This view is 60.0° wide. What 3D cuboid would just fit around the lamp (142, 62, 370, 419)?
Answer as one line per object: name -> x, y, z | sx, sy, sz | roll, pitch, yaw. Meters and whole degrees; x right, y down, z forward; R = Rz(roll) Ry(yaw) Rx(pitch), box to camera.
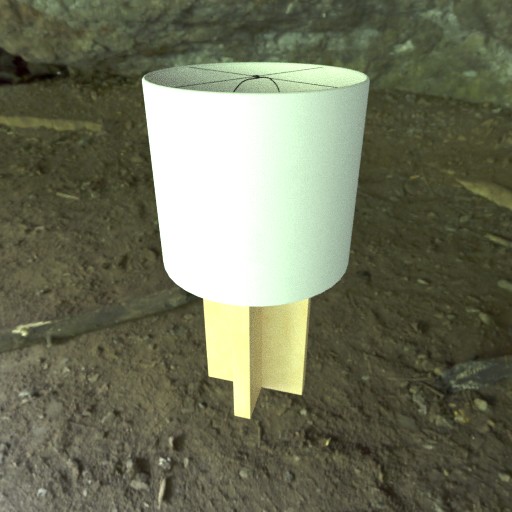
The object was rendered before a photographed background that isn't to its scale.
lamp -> 0.000, 0.000, 0.560 | 0.229, 0.428, 0.229 | 8, 30, 13
